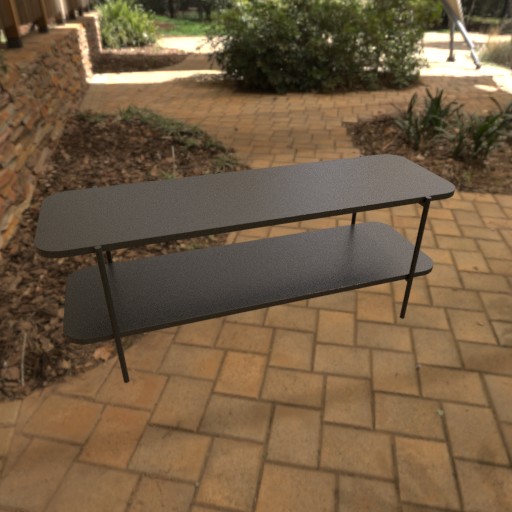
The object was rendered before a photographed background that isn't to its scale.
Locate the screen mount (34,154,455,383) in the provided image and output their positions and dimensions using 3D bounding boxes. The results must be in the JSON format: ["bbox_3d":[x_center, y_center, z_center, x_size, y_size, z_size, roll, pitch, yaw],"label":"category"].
[{"bbox_3d":[0.000,0.000,1.435,1.200,0.447,0.400,-10,33,-15],"label":"screen mount"}]
